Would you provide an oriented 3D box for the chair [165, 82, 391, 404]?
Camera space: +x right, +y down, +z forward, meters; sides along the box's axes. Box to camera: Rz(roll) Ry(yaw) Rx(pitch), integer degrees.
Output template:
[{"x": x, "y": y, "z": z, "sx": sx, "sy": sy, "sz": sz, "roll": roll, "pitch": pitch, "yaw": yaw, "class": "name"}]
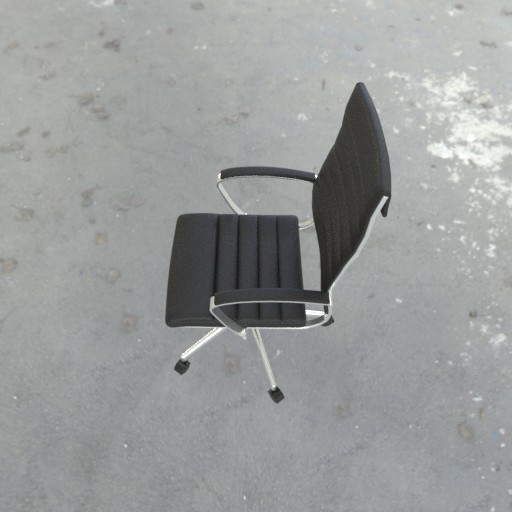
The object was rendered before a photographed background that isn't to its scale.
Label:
[{"x": 0.000, "y": 0.000, "z": 1.638, "sx": 0.739, "sy": 1.149, "sz": 0.766, "roll": 0, "pitch": 56, "yaw": 0, "class": "chair"}]
